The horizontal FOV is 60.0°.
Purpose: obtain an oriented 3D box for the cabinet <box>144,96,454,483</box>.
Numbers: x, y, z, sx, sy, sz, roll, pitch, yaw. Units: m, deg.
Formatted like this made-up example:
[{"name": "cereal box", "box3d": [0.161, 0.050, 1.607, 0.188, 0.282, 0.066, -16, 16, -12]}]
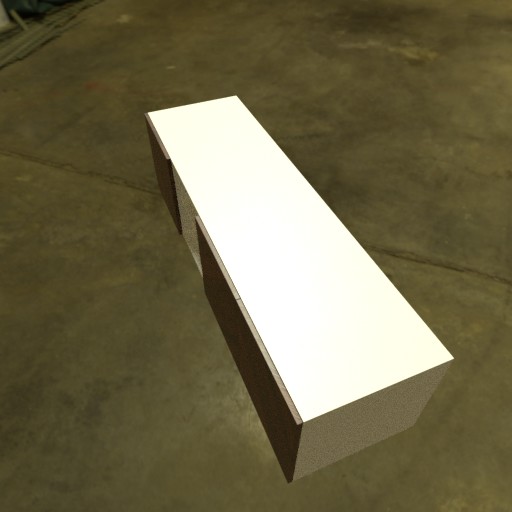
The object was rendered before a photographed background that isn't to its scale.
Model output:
[{"name": "cabinet", "box3d": [0.000, 0.000, 1.705, 0.431, 0.533, 1.499, -17, 48, -16]}]
